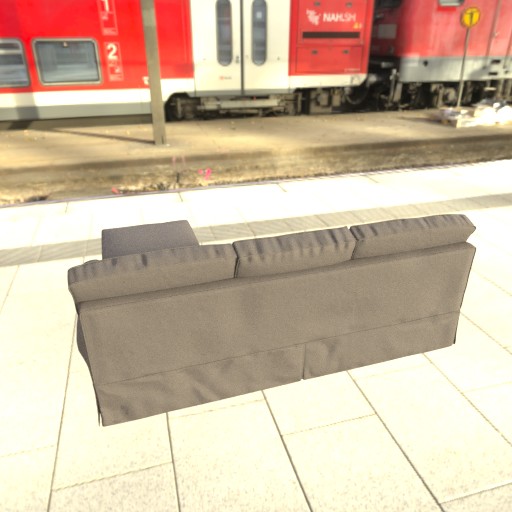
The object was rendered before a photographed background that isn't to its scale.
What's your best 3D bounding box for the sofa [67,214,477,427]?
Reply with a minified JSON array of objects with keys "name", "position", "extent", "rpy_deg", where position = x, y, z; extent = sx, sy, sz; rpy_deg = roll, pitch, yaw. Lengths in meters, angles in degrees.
[{"name":"sofa","position":[0.000,0.000,3.319],"extent":[2.475,0.978,1.733],"rpy_deg":[-8,28,-16]}]
